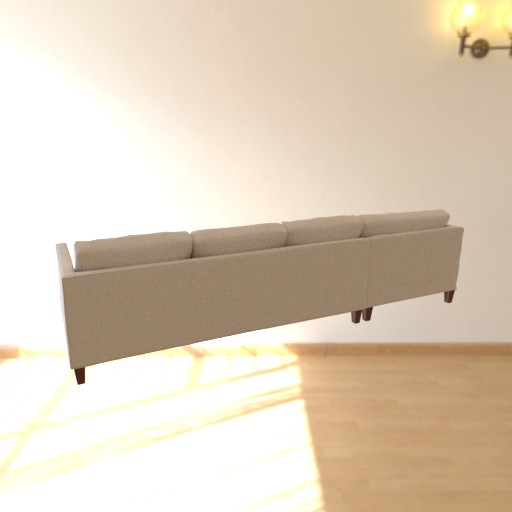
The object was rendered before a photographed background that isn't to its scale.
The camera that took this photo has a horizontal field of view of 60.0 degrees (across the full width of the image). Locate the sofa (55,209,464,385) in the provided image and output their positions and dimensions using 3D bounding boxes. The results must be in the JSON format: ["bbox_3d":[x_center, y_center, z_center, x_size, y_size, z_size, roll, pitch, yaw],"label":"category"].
[{"bbox_3d":[0.000,0.000,3.868,3.186,0.846,1.625,-7,17,-25],"label":"sofa"}]
